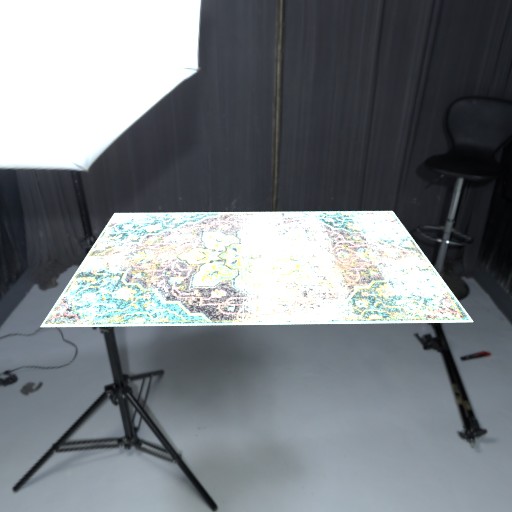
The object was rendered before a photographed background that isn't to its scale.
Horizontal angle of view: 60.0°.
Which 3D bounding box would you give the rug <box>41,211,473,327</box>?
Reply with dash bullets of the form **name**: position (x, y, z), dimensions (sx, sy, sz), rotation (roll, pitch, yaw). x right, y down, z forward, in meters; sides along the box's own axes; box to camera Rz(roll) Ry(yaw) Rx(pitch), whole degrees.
- **rug**: position (0.000, 0.000, 3.059), dimensions (2.363, 0.004, 1.566), rotation (0, 29, 0)
